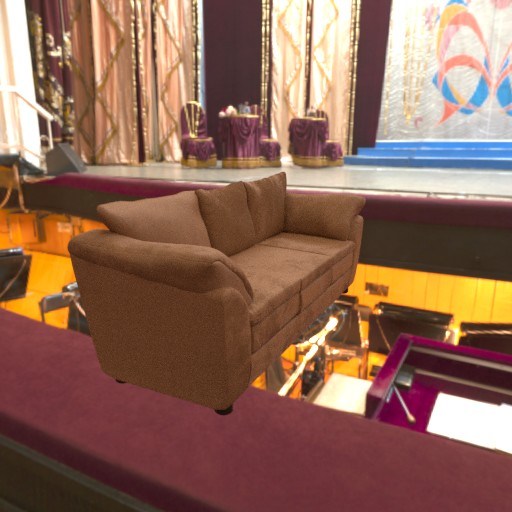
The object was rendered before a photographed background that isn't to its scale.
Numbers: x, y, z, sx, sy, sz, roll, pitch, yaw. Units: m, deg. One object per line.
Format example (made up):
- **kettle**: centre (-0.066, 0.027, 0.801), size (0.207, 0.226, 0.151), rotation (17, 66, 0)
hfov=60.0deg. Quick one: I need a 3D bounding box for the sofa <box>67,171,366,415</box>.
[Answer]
- **sofa**: centre (0.000, 0.000, 2.934), size (0.893, 0.981, 2.377), rotation (7, 16, 26)
